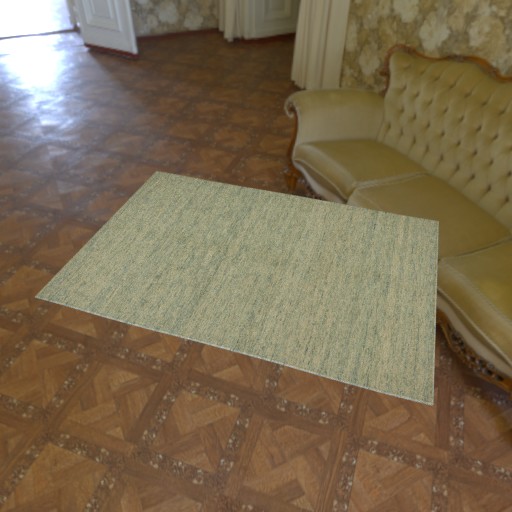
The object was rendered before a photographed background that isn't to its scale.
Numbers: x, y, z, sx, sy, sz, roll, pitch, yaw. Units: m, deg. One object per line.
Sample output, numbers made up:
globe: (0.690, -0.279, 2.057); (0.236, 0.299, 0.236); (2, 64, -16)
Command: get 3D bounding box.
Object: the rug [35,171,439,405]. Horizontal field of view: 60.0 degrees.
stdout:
rug: (0.000, 0.000, 2.933); (2.283, 0.013, 1.547); (12, 43, 14)
